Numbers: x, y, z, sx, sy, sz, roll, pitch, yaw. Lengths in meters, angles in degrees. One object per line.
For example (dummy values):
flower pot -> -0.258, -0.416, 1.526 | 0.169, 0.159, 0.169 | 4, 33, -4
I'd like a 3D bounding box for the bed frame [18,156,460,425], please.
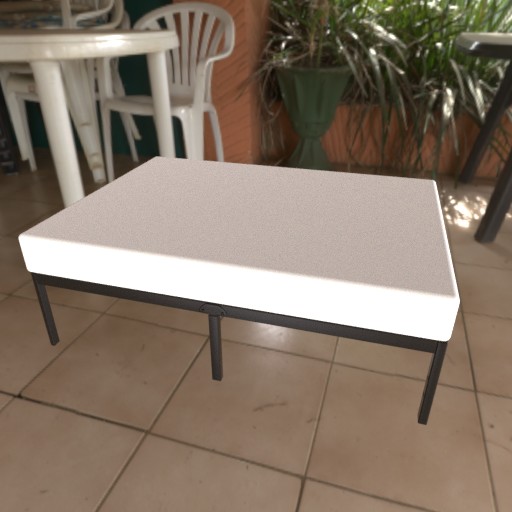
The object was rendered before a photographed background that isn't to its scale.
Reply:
bed frame -> 0.000, 0.000, 2.590 | 1.956, 0.659, 1.408 | 8, 29, 14
